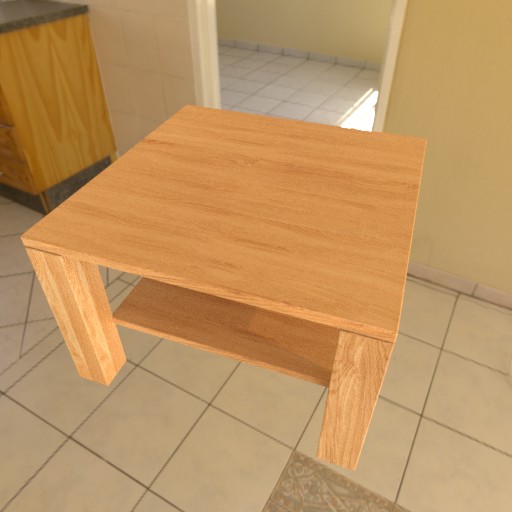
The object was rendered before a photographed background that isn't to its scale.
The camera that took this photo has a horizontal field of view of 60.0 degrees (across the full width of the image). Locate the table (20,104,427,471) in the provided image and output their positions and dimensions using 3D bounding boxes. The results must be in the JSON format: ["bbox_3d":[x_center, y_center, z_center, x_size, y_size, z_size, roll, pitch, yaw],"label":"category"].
[{"bbox_3d":[0.000,0.000,1.145,0.700,0.450,0.700,13,42,15],"label":"table"}]
